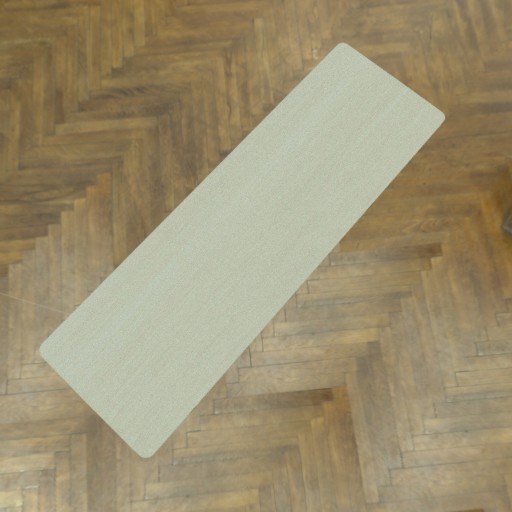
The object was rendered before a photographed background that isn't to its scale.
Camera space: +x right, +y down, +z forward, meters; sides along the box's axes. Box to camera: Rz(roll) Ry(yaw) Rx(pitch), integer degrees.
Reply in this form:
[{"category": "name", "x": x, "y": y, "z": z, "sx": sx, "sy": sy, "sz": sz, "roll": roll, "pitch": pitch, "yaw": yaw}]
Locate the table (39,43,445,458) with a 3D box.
[{"category": "table", "x": 0.000, "y": 0.000, "z": 1.719, "sx": 0.446, "sy": 0.750, "sz": 1.397, "roll": 41, "pitch": 79, "yaw": 10}]
